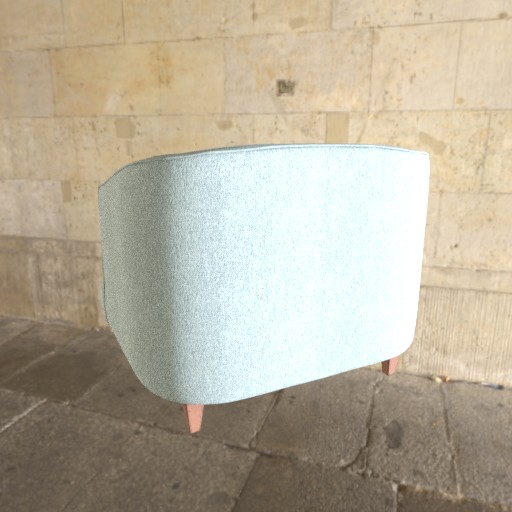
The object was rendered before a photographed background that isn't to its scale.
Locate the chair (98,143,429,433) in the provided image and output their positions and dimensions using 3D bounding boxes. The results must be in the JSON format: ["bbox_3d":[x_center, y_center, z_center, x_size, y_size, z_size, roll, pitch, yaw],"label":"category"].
[{"bbox_3d":[0.000,0.000,1.732,1.094,0.852,0.945,-7,16,-26],"label":"chair"}]
